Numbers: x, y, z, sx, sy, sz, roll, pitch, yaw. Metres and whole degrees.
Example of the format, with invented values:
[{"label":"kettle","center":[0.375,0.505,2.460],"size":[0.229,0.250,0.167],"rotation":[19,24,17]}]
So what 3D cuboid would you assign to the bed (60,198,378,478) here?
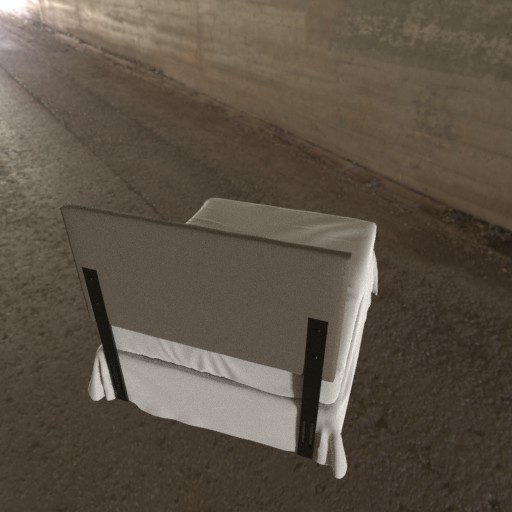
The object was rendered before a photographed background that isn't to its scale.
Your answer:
[{"label":"bed","center":[0.000,0.000,3.476],"size":[1.936,1.577,2.222],"rotation":[11,35,16]}]
